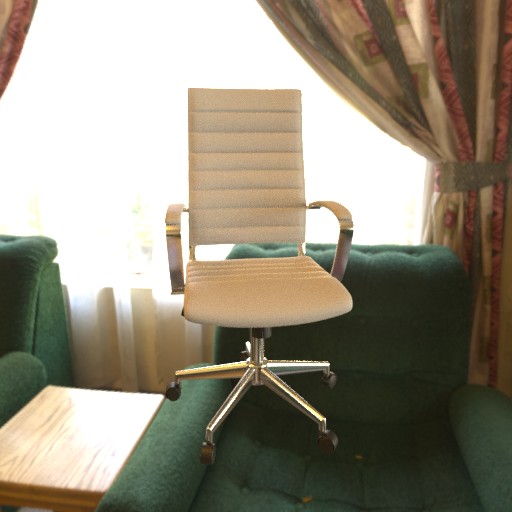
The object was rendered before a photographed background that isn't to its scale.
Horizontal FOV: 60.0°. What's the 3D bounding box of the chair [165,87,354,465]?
[{"bbox_3d":[0.000,0.000,1.536,0.679,1.149,0.667,-2,15,-7],"label":"chair"}]
